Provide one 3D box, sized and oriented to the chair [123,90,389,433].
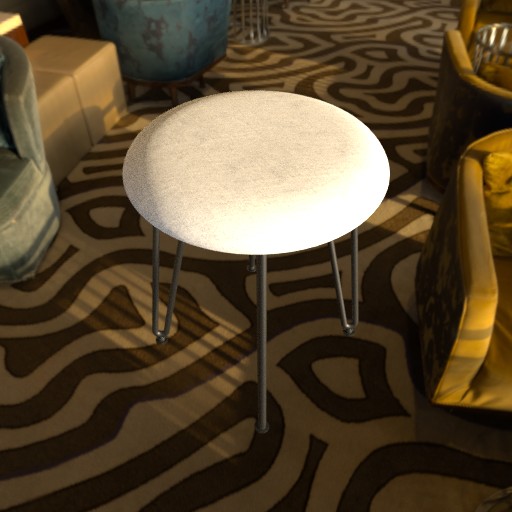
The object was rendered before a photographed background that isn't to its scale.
[{"bbox_3d":[0.000,0.000,0.636,0.350,0.386,0.350,-2,44,-2],"label":"chair"}]
